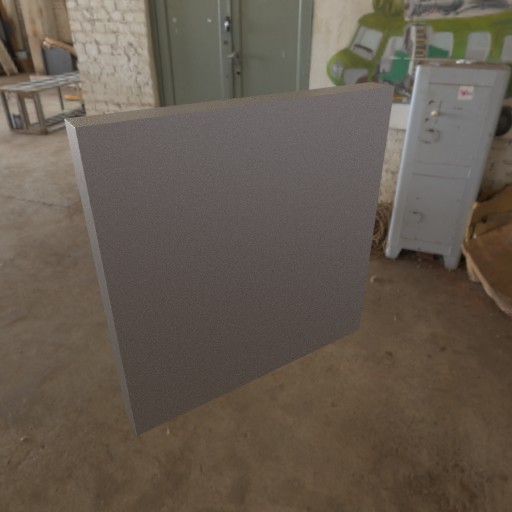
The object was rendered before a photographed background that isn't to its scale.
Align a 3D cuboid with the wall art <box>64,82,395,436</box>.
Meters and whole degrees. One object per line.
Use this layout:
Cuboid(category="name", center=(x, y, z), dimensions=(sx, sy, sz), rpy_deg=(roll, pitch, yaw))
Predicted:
Cuboid(category="wall art", center=(0.000, 0.000, 0.518), dimensions=(0.350, 0.350, 0.038), rpy_deg=(-18, 34, -28))
